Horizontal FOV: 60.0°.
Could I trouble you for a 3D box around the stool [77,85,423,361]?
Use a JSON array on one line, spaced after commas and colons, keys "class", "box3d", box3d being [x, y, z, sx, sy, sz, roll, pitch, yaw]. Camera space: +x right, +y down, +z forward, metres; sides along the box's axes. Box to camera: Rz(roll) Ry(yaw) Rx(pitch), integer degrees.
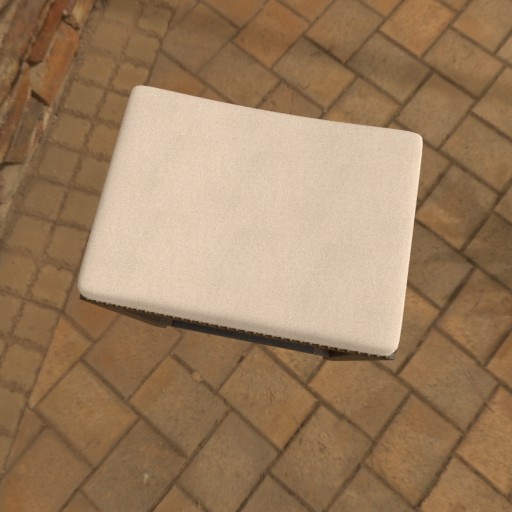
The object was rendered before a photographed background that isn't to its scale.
[{"class": "stool", "box3d": [0.000, 0.000, 0.955, 0.500, 0.642, 0.361, 11, 78, 2]}]
